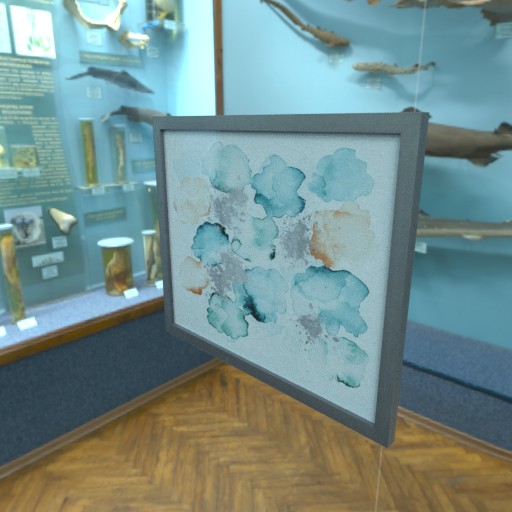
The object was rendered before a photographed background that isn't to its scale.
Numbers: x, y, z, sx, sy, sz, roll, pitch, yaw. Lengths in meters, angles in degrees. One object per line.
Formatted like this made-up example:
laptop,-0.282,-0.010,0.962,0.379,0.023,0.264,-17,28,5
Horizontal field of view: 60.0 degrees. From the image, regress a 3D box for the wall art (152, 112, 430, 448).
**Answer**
wall art,0.000,0.000,0.919,0.660,0.558,0.026,15,23,42
